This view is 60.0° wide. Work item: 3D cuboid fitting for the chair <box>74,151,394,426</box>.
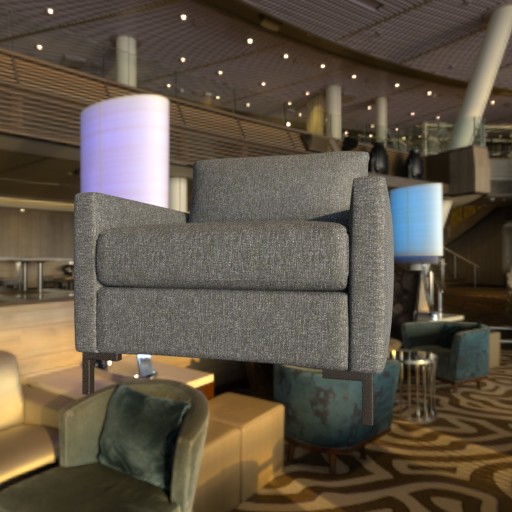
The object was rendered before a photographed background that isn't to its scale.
[{"bbox_3d":[0.000,0.000,1.625,0.963,0.861,0.866,0,-1,18],"label":"chair"}]
